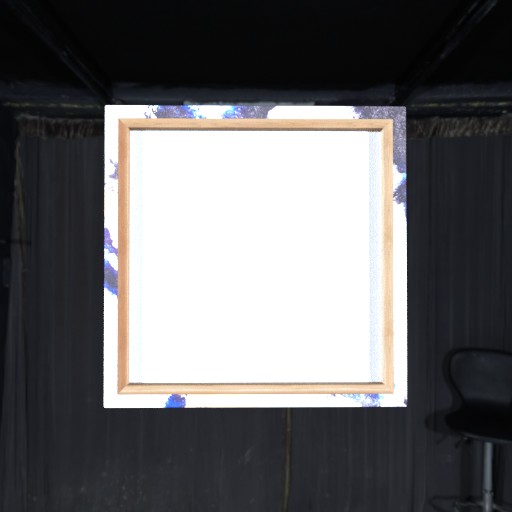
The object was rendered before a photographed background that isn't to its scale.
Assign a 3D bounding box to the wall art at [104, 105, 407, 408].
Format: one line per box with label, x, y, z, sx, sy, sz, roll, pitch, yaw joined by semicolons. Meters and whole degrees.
wall art;0.000;0.000;1.318;0.887;0.885;0.038;0;-1;-1
